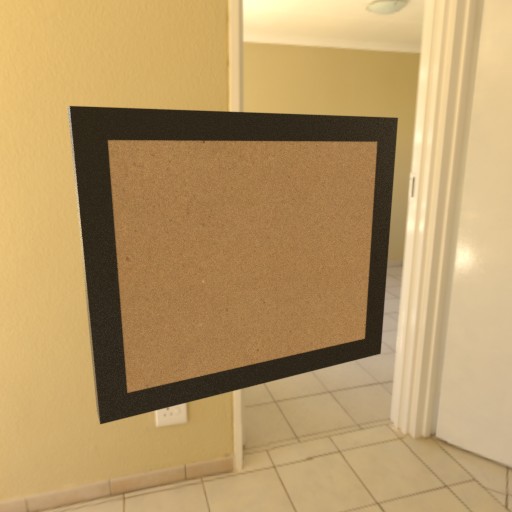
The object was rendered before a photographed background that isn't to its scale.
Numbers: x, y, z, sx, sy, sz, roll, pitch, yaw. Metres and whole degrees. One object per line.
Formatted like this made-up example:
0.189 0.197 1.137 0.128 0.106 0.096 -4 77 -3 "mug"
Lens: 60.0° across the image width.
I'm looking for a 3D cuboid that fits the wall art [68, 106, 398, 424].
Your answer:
0.000 0.000 0.524 0.381 0.321 0.028 -7 15 -25 "wall art"
